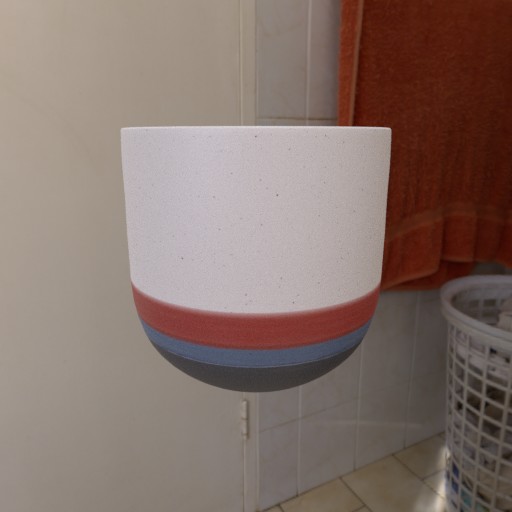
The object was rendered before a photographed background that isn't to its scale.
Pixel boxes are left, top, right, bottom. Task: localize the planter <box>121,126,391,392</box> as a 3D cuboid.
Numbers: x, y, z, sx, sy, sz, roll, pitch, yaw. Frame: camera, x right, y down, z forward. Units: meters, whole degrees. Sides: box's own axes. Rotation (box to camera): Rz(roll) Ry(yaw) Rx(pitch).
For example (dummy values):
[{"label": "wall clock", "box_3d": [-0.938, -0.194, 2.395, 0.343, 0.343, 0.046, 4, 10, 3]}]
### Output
[{"label": "planter", "box_3d": [0.000, 0.000, 0.488, 0.268, 0.270, 0.268, 0, 15, 0]}]
